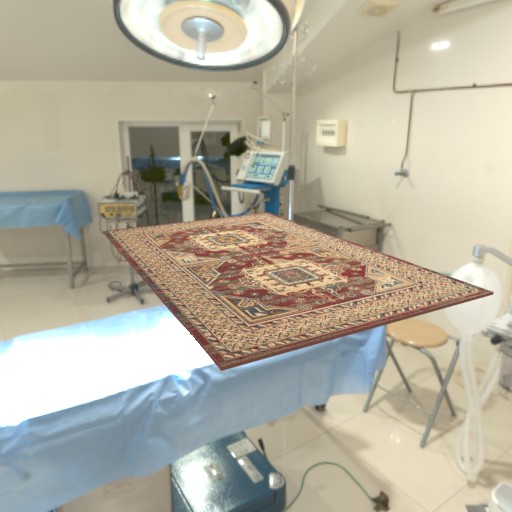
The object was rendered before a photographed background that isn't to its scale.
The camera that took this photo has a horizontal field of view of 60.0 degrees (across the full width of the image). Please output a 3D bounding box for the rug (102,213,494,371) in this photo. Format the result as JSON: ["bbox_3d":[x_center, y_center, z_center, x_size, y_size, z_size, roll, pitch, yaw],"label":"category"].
[{"bbox_3d":[0.000,0.000,5.751,3.033,0.033,4.578,-9,19,-27],"label":"rug"}]
